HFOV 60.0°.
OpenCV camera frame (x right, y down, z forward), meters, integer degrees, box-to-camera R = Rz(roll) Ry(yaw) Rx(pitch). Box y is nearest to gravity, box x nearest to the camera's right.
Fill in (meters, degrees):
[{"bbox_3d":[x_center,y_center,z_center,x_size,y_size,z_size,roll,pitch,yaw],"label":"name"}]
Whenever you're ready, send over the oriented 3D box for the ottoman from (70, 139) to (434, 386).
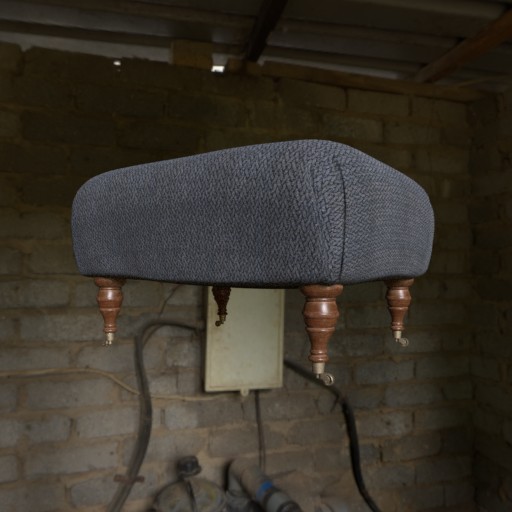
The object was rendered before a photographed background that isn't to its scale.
[{"bbox_3d":[0.000,0.000,1.114,0.747,0.450,0.622,-1,-1,35],"label":"ottoman"}]
